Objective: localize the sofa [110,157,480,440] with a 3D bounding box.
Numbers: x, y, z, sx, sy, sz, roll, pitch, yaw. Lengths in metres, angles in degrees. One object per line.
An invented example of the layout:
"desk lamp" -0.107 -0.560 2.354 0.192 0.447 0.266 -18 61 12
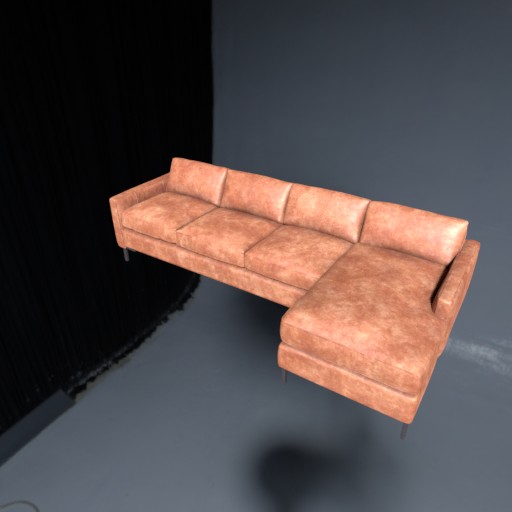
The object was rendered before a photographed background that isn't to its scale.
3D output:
"sofa" 0.000 0.000 3.518 2.993 0.859 1.471 18 34 28
